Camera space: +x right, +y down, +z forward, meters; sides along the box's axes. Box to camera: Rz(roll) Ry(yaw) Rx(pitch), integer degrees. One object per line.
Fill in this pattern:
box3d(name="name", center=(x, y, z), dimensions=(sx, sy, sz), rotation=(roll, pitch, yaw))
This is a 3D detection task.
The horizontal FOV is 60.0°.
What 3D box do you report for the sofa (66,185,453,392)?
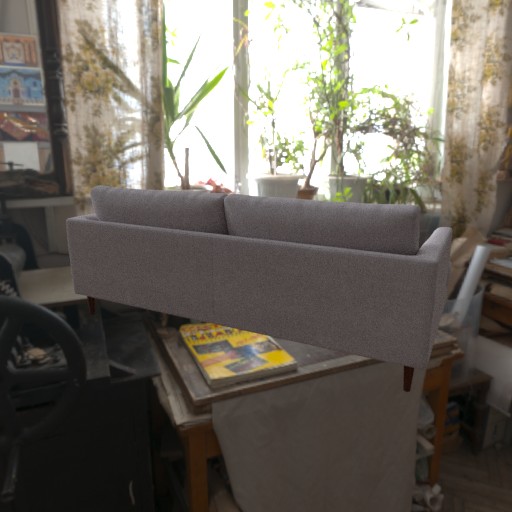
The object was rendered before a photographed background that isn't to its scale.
box3d(name="sofa", center=(0.000, 0.000, 2.829), dimensions=(2.250, 0.868, 1.020), rotation=(8, 17, 26))
